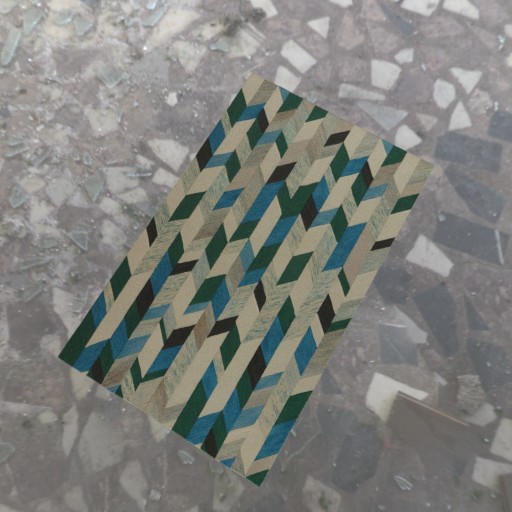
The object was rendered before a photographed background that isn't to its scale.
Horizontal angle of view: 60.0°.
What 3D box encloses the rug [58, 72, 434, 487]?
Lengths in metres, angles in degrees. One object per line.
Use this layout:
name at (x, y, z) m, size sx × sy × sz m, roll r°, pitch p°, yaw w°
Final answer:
rug at (0.000, 0.000, 2.981) m, size 1.507 × 0.007 × 2.433 m, roll 30°, pitch 78°, yaw 7°
